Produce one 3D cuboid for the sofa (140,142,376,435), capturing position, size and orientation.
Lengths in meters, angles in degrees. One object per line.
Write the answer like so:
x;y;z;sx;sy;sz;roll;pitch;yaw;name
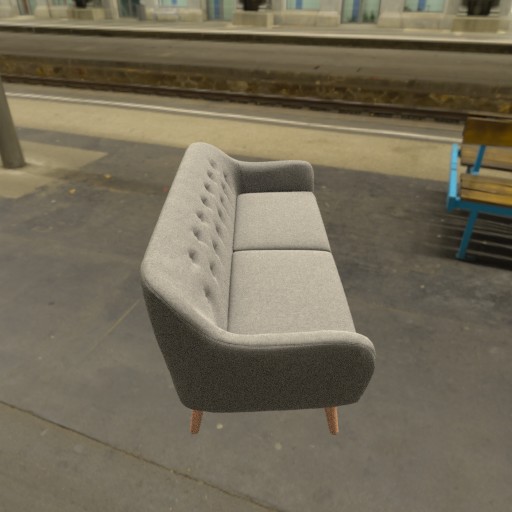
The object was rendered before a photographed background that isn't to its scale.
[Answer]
0.000;0.000;2.314;0.820;0.820;1.840;0;31;0;sofa
